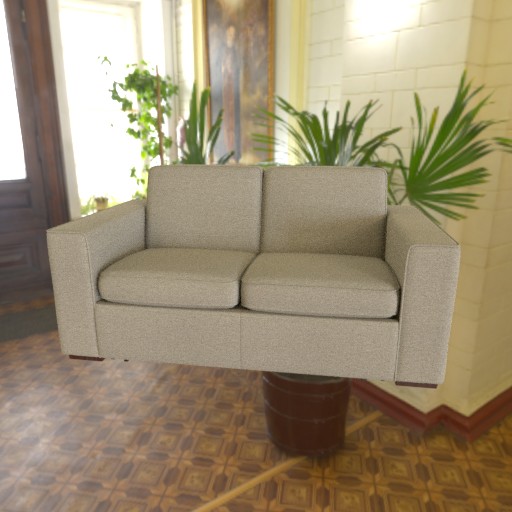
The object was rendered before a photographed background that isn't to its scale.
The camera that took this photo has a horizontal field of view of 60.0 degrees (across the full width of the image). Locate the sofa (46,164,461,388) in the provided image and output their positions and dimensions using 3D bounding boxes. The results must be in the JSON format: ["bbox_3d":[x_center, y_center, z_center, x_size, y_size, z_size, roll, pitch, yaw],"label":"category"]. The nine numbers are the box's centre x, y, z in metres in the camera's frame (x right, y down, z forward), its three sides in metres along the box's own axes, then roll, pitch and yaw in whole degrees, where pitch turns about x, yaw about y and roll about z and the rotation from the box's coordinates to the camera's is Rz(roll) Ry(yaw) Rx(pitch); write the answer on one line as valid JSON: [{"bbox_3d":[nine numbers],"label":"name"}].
[{"bbox_3d":[0.000,0.000,2.406,1.812,0.924,1.007,2,16,8],"label":"sofa"}]
